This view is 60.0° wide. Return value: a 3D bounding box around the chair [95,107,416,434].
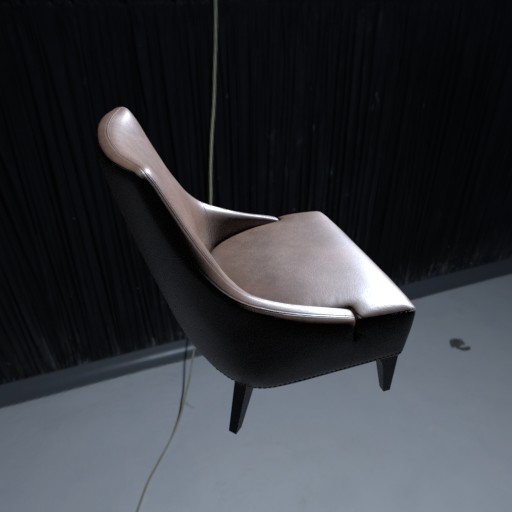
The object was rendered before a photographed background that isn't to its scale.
[{"bbox_3d":[0.000,0.000,1.477,0.861,0.909,0.701,-11,35,-16],"label":"chair"}]
